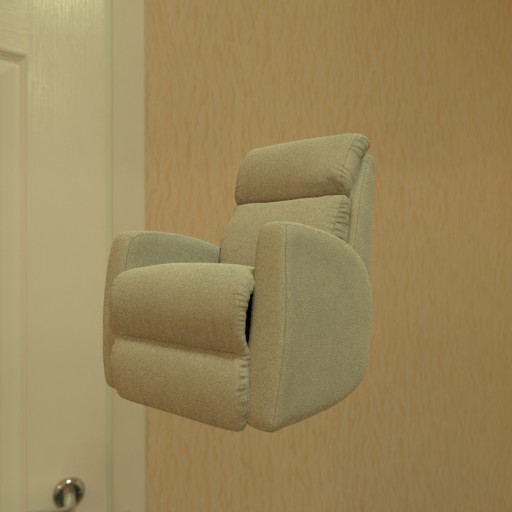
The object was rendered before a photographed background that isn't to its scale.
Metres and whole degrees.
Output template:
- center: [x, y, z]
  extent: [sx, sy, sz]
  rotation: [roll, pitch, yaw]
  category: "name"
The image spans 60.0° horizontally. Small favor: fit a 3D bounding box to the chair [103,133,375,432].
- center: [0.000, 0.000, 1.710]
  extent: [0.794, 1.021, 0.940]
  rotation: [0, 0, 36]
  category: "chair"
